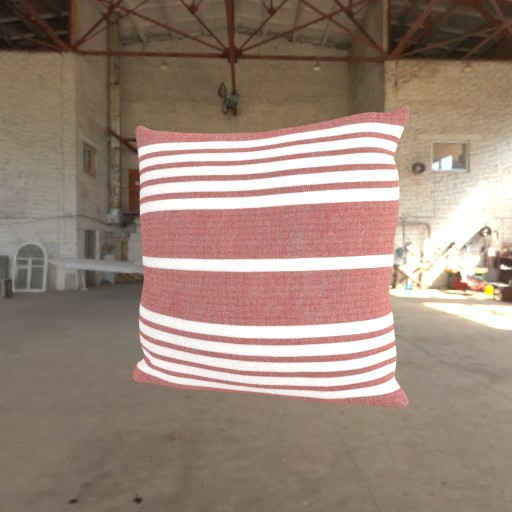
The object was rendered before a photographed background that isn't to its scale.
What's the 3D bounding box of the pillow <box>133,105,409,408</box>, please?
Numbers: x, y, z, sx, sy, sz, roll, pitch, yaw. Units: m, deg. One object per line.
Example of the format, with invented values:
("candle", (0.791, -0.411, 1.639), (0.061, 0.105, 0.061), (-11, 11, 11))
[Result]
("pillow", (0.000, 0.000, 0.672), (0.439, 0.427, 0.182), (0, 1, 18))
